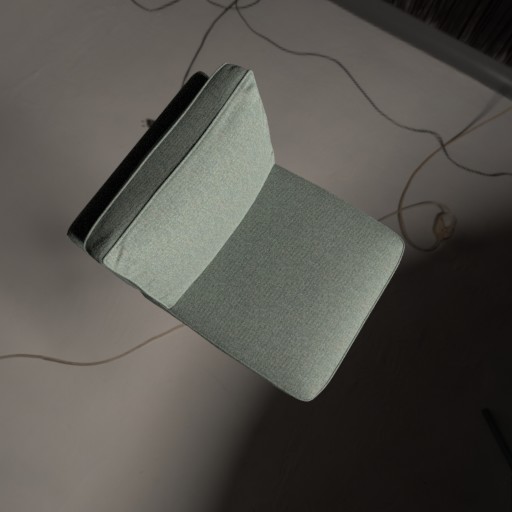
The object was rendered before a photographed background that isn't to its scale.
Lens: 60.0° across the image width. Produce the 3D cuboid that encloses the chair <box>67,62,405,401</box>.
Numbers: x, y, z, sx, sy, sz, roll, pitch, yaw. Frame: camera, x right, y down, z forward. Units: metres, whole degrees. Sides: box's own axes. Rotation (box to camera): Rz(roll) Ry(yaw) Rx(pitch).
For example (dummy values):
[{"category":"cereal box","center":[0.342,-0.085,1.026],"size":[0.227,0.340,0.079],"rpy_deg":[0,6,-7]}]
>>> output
[{"category":"chair","center":[0.000,0.000,1.445],"size":[0.796,0.901,0.624],"rpy_deg":[32,77,8]}]
